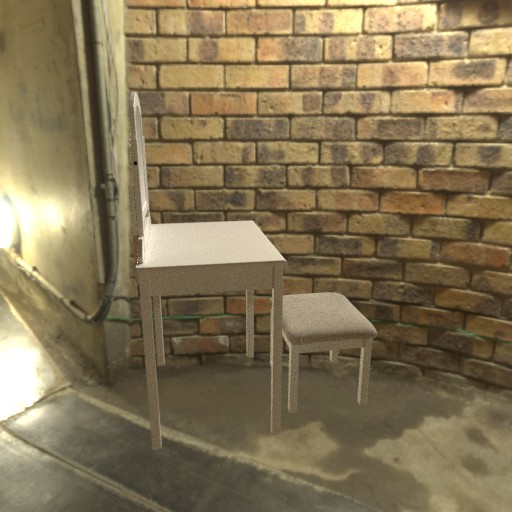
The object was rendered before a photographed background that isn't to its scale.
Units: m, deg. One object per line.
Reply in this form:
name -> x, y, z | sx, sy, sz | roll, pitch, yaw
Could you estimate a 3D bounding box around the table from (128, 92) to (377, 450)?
table -> 0.000, 0.000, 2.369 | 1.211, 1.631, 0.876 | -3, 17, -10
